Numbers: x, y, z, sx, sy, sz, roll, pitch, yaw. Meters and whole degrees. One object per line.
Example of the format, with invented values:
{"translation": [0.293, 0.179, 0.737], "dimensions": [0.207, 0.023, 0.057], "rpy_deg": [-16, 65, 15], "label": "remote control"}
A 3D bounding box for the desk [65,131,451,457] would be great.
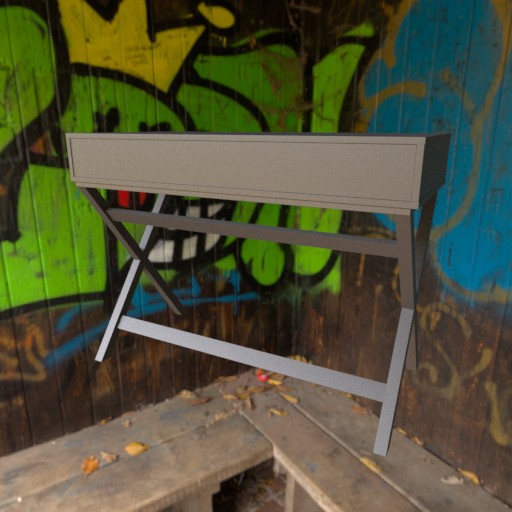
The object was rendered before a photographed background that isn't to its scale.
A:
{"translation": [0.000, 0.000, 1.462], "dimensions": [1.057, 0.780, 0.525], "rpy_deg": [9, 18, 27], "label": "desk"}
